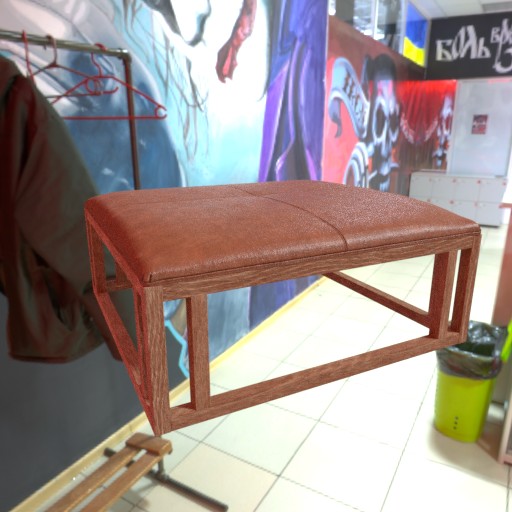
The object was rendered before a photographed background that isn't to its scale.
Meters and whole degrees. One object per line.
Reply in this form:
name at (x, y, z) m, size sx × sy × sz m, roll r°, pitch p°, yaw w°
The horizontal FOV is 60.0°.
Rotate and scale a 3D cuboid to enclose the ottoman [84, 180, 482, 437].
ottoman at (0.000, 0.000, 1.576) m, size 1.016 × 0.442 × 1.013 m, roll -8°, pitch 18°, yaw -26°
